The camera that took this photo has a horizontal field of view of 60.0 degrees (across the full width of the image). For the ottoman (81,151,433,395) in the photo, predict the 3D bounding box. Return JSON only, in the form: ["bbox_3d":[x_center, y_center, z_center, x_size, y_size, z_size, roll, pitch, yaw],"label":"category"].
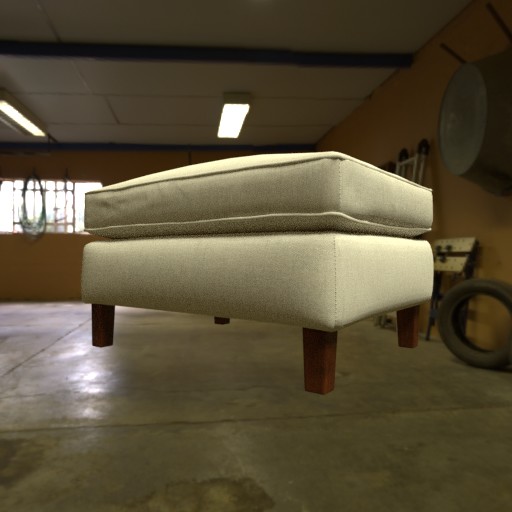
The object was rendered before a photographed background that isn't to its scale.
[{"bbox_3d":[0.000,0.000,0.991,0.665,0.406,0.501,0,0,37],"label":"ottoman"}]
